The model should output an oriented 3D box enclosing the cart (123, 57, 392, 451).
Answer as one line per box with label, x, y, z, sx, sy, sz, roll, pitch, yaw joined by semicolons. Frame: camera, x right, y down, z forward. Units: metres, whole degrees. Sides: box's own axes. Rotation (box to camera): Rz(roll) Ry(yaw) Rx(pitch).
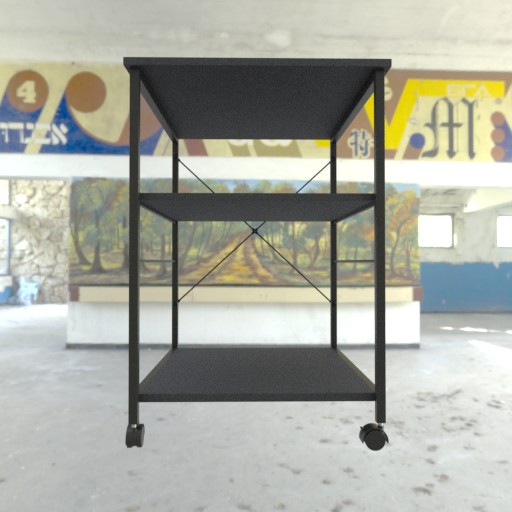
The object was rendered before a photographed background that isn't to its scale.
cart;0.000;0.000;1.114;0.521;0.762;0.520;0;-1;-1
